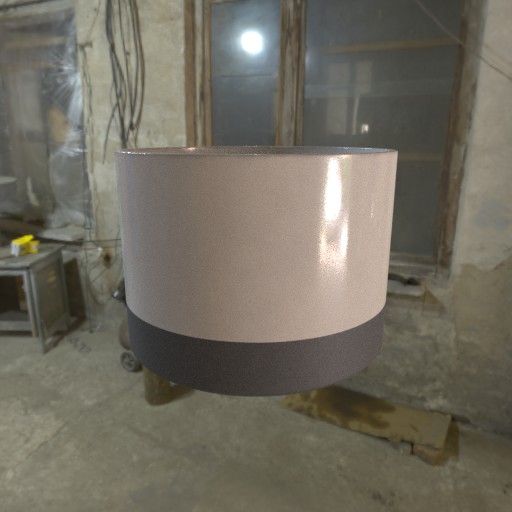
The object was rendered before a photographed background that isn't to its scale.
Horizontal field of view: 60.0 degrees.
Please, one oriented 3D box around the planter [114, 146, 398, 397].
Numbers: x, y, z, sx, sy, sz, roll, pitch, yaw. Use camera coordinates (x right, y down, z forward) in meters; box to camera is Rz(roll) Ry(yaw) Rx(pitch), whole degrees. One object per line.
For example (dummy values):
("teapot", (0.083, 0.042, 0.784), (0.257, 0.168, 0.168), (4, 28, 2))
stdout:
("planter", (0.000, 0.000, 0.223), (0.128, 0.105, 0.128), (0, 15, 0))
